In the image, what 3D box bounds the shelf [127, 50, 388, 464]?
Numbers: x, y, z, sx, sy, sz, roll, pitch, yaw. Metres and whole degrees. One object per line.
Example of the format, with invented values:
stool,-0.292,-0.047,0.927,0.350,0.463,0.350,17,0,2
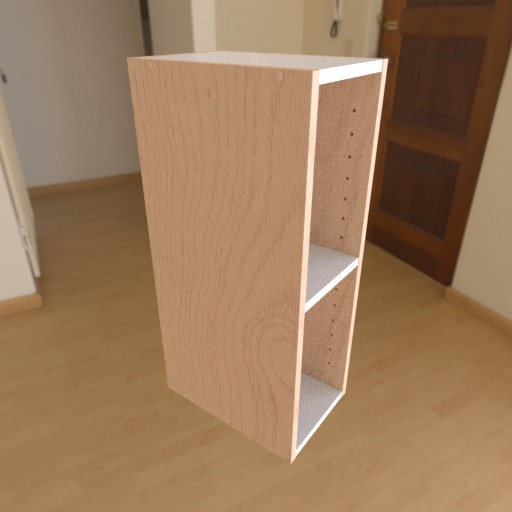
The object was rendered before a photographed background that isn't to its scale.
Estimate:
shelf,0.000,0.000,0.734,0.290,0.600,0.200,19,34,32
